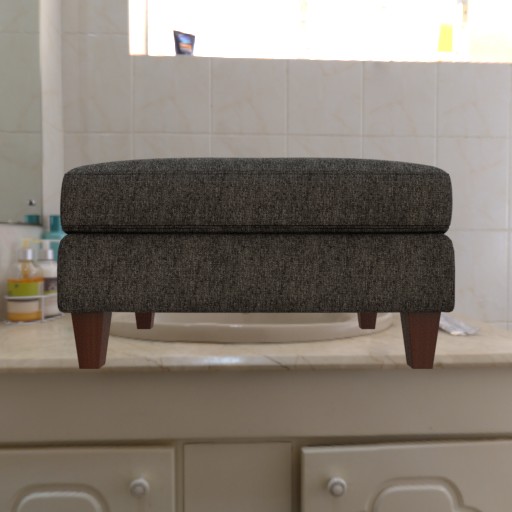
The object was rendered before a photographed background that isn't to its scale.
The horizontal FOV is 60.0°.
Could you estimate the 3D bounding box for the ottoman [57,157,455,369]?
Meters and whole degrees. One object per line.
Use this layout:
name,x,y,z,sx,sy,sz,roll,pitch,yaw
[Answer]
ottoman,0.000,0.000,1.215,0.864,0.483,0.584,0,1,0
